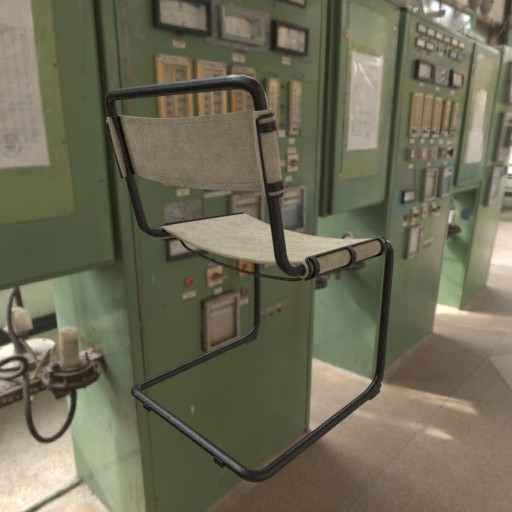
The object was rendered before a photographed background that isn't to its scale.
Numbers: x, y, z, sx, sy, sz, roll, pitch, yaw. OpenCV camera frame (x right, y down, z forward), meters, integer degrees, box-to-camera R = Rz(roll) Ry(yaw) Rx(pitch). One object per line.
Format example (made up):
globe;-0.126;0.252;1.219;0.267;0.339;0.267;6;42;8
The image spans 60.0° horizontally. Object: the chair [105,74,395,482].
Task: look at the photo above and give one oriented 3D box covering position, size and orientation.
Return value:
chair;0.000;0.000;1.067;0.499;0.747;0.497;15;21;42
